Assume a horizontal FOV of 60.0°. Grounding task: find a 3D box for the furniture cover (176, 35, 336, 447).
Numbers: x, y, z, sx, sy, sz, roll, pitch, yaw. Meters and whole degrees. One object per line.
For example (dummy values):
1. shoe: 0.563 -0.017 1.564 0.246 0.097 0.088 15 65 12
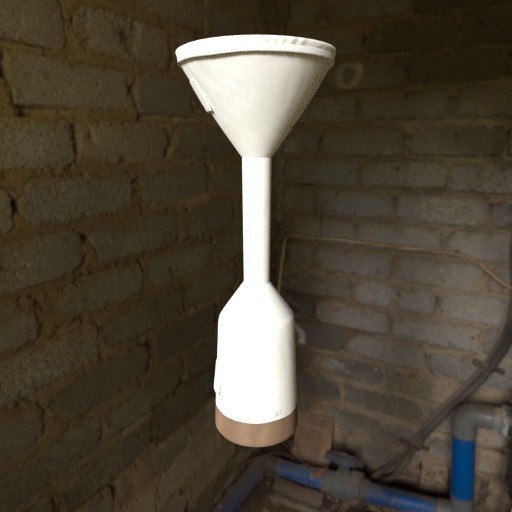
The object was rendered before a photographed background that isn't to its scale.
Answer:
1. furniture cover: 0.000 0.000 2.847 0.914 2.413 0.914 -2 14 -9
